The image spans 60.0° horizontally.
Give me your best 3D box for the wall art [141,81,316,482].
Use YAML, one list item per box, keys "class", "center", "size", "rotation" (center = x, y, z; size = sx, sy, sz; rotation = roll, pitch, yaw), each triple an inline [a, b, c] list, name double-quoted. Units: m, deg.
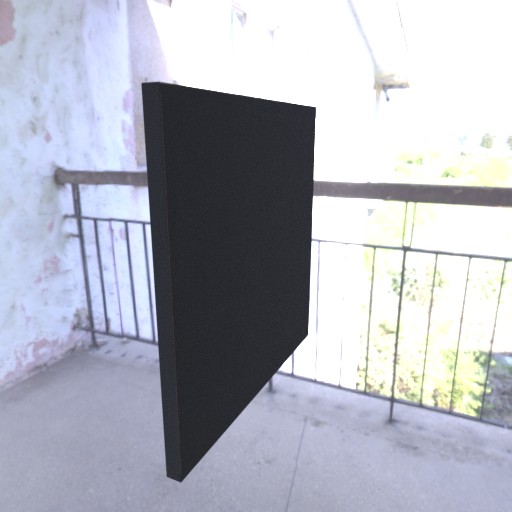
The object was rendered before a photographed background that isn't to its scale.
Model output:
- class: "wall art"
  center: [0.000, 0.000, 0.452]
  size: [0.015, 0.303, 0.304]
  rotation: [7, 17, 25]
